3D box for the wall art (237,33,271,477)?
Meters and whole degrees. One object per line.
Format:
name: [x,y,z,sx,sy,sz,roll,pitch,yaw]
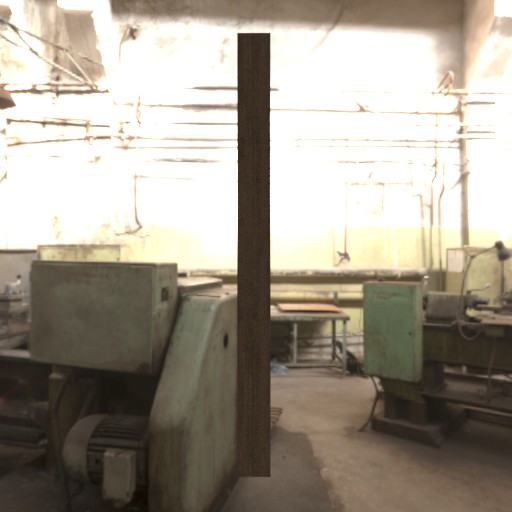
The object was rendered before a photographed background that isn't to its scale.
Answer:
wall art: [0.000,0.000,0.761,0.038,0.508,0.508,0,-1,1]
